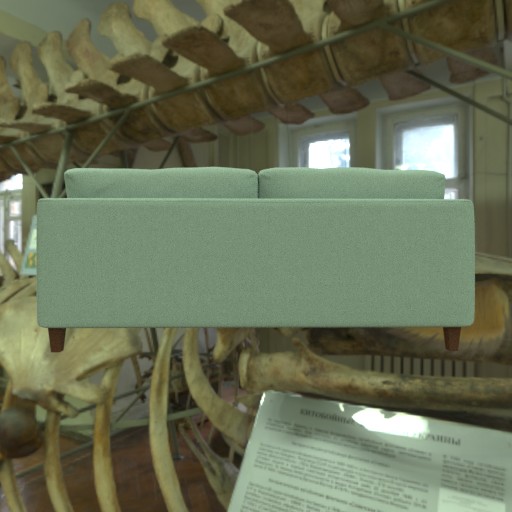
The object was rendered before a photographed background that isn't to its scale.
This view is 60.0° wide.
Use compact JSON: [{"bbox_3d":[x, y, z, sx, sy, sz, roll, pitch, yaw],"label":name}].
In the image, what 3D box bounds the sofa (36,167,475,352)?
[{"bbox_3d":[0.000,0.000,2.660,2.208,0.965,0.951,0,0,-1],"label":"sofa"}]
